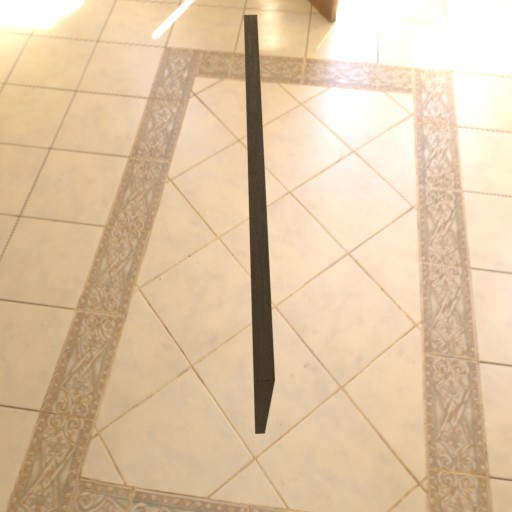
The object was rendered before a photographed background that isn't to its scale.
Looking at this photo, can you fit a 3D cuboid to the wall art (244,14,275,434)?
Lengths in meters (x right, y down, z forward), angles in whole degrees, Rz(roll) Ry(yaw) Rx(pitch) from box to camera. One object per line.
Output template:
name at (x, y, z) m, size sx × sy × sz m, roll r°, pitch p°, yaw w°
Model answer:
wall art at (0.000, 0.000, 1.477) m, size 0.038 × 1.016 × 1.016 m, roll -2°, pitch 63°, yaw -1°
